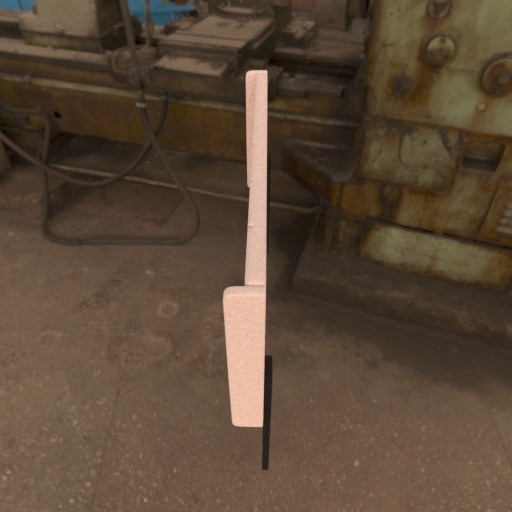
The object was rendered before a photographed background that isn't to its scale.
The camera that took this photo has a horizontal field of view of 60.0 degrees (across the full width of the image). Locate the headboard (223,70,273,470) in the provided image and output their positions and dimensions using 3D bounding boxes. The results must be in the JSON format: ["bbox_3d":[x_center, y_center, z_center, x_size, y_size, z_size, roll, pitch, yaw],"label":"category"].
[{"bbox_3d":[0.000,0.000,2.745,0.184,1.524,2.051,1,42,1],"label":"headboard"}]
